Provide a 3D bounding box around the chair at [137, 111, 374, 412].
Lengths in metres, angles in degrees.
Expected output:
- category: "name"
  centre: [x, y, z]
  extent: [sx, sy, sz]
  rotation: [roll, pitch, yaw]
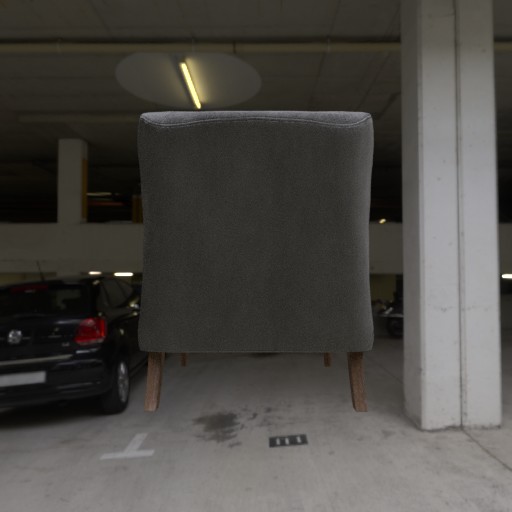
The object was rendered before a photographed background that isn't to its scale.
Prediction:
- category: "chair"
  centre: [0.000, 0.000, 1.624]
  extent: [0.784, 0.950, 0.906]
  rotation: [0, -2, 0]
